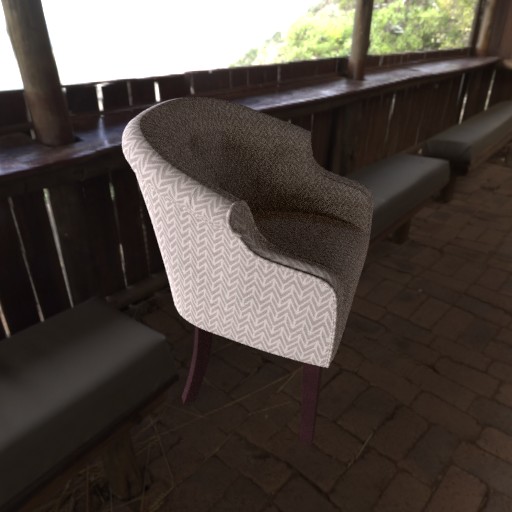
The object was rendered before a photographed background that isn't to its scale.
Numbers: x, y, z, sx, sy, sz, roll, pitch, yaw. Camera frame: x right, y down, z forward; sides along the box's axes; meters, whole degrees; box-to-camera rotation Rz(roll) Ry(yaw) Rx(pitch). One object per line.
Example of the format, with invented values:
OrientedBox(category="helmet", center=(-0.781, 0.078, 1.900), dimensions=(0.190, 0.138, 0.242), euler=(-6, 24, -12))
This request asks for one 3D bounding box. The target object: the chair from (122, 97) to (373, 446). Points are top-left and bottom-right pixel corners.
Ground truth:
OrientedBox(category="chair", center=(0.000, 0.000, 1.333), dimensions=(0.613, 0.858, 0.686), euler=(10, 31, 17))
